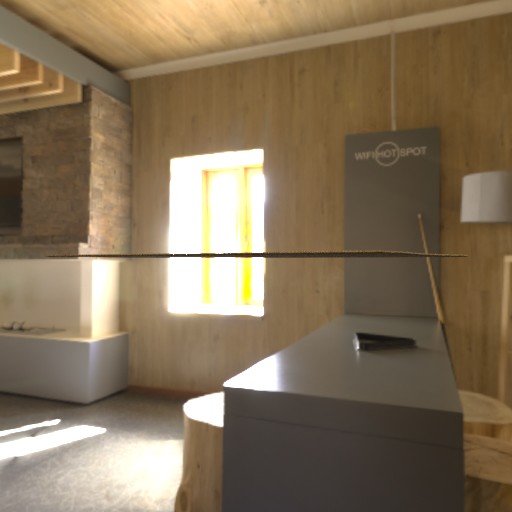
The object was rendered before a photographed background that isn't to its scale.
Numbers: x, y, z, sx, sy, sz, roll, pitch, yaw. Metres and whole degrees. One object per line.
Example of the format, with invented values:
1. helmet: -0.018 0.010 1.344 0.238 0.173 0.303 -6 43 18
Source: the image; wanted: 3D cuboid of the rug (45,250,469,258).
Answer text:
1. rug: 0.000 0.000 5.034 3.935 0.025 2.782 0 -1 36
